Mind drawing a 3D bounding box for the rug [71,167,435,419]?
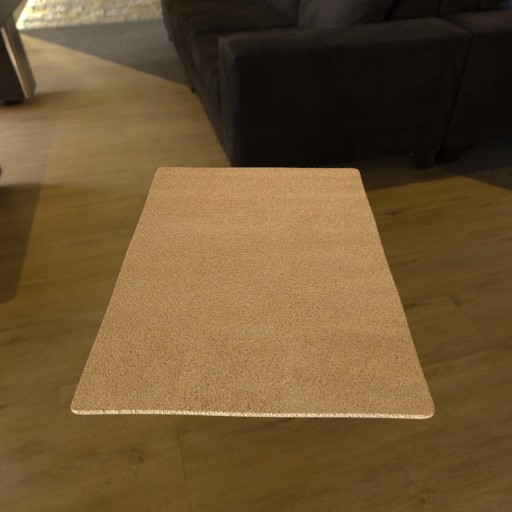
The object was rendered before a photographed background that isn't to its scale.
[{"bbox_3d":[0.000,0.000,2.053,1.199,0.025,1.600,1,41,1],"label":"rug"}]
